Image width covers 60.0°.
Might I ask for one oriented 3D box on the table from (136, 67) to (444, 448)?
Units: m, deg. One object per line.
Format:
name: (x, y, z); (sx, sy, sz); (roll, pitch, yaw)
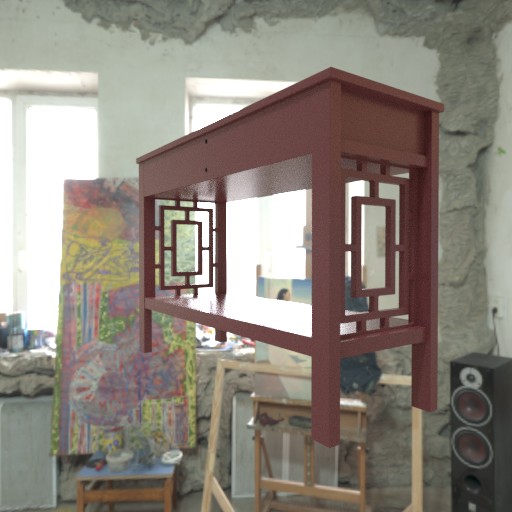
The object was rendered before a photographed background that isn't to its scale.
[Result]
table: (0.000, 0.000, 1.417); (0.397, 0.753, 1.068); (-1, 1, -35)
